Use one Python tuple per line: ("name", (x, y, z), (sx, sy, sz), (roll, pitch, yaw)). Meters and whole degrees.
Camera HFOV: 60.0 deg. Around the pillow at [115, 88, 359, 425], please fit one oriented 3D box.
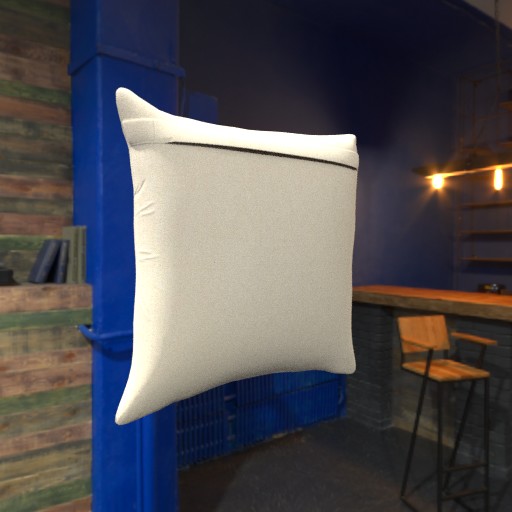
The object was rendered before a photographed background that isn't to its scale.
("pillow", (0.000, 0.000, 0.644), (0.405, 0.406, 0.173), (-1, 1, -34))
